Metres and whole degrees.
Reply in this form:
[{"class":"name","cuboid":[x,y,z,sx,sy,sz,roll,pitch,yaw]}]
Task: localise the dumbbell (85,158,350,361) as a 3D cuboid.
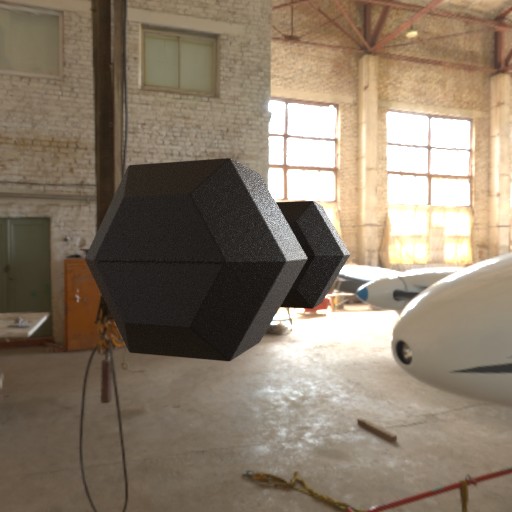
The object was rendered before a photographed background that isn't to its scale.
[{"class":"dumbbell","cuboid":[0.000,0.000,0.422,0.141,0.123,0.356,0,1,19]}]
